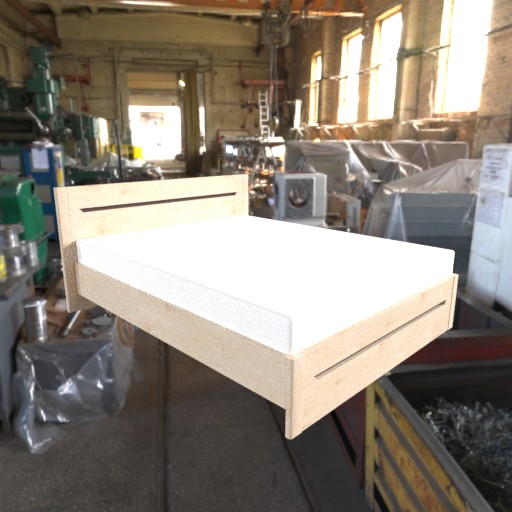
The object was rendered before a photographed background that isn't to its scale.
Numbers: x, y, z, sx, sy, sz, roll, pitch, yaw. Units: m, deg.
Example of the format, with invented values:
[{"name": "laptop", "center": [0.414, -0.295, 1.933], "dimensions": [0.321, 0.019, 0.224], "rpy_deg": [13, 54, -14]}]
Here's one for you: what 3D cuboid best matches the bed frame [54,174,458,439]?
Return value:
[{"name": "bed frame", "center": [0.000, 0.000, 3.010], "dimensions": [1.800, 0.900, 2.080], "rpy_deg": [-14, 20, -43]}]
